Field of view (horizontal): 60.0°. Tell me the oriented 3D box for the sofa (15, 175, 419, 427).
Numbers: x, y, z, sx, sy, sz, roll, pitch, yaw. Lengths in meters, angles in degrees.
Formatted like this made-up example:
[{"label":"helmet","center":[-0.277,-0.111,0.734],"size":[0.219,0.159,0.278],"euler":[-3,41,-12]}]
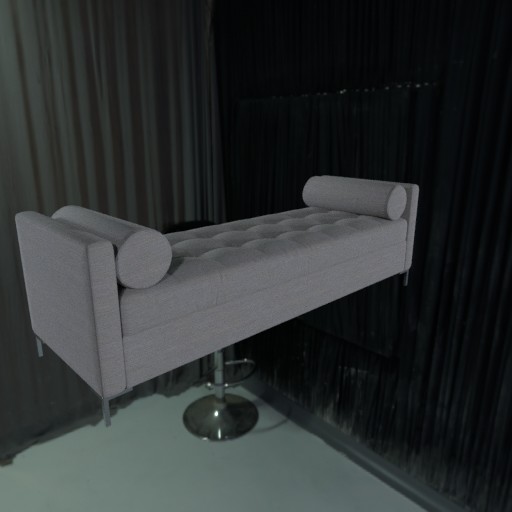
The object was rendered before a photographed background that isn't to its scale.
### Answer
[{"label":"sofa","center":[0.000,0.000,2.240],"size":[1.981,0.635,0.686],"euler":[-15,22,-41]}]
